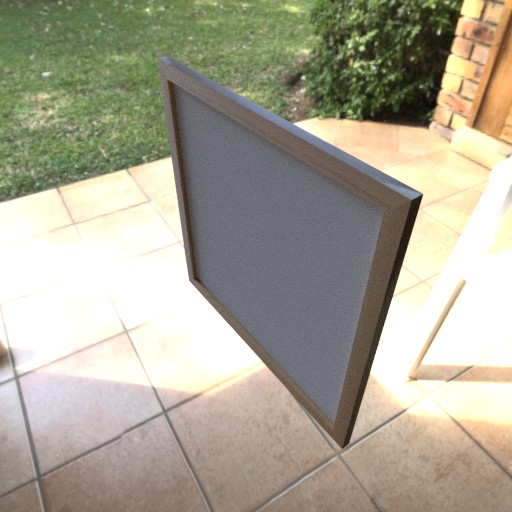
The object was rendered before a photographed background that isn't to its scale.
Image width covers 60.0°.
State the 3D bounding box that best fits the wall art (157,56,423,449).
[{"bbox_3d":[0.000,0.000,1.108,0.027,0.762,0.762,-27,48,-27],"label":"wall art"}]
